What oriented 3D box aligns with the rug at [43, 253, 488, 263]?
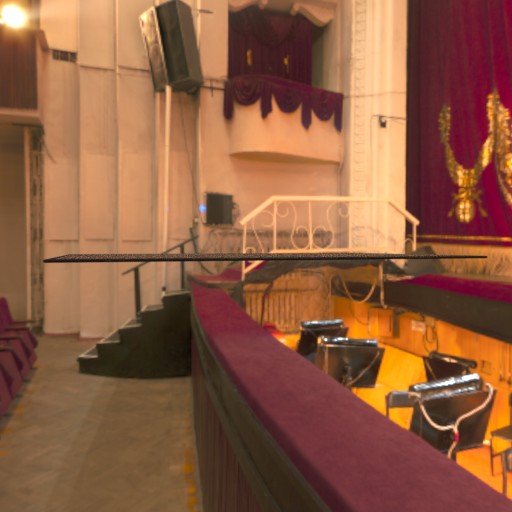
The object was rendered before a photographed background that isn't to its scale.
[{"bbox_3d":[0.000,0.000,2.999,2.441,0.015,1.526,0,1,-19],"label":"rug"}]
